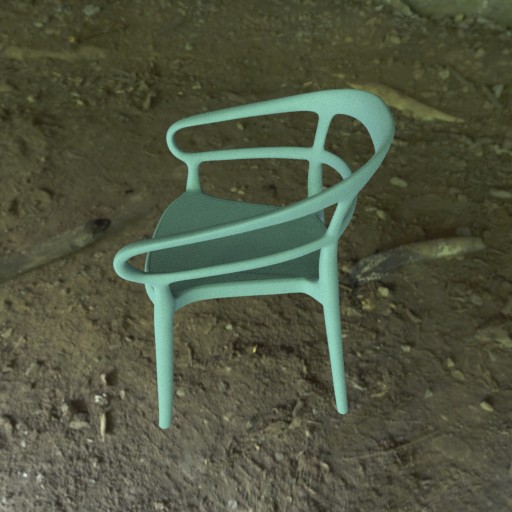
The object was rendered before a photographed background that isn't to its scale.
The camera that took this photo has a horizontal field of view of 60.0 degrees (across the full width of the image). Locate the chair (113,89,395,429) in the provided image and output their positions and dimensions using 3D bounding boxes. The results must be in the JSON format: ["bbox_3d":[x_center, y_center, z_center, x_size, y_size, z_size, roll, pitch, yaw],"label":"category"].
[{"bbox_3d":[0.000,0.000,1.118,0.527,0.761,0.559,1,39,1],"label":"chair"}]
